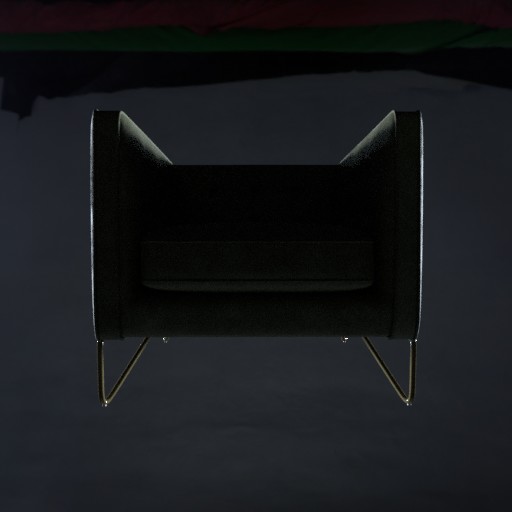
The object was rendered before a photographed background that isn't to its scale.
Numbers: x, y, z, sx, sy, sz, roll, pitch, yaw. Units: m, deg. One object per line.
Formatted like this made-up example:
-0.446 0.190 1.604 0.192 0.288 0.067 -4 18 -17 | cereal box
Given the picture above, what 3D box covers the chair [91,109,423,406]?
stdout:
0.000 0.000 1.569 0.880 0.790 0.894 0 1 -1 | chair
